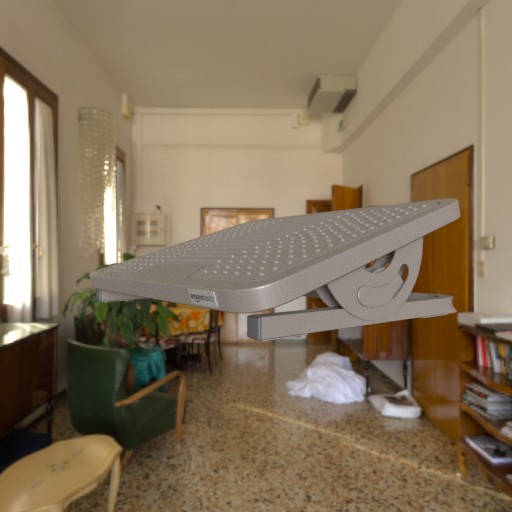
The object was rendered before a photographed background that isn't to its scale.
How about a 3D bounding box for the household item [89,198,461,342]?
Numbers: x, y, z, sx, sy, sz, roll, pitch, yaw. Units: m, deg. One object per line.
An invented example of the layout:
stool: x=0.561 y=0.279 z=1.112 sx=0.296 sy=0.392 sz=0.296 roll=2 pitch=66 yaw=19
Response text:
household item: x=0.000 y=0.000 z=0.543 sx=0.301 sy=0.126 sz=0.390 roll=0 pitch=0 yaw=-37
